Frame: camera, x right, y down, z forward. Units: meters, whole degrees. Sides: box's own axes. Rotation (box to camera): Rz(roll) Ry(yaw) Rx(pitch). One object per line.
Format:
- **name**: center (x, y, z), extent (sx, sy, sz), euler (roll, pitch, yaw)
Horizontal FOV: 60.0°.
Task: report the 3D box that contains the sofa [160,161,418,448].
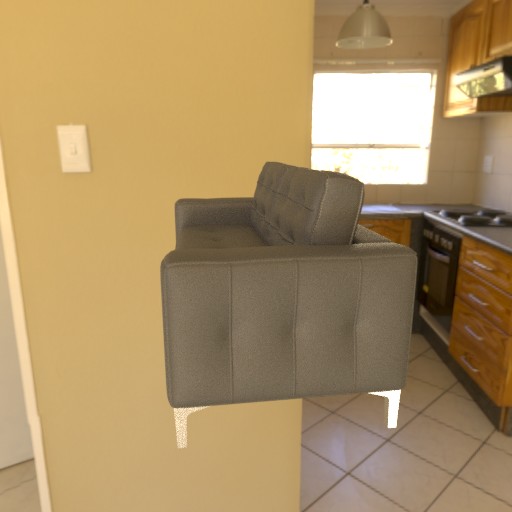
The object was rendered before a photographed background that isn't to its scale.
- **sofa**: center (0.000, 0.000, 2.214), extent (0.833, 0.892, 1.726), euler (-2, 14, -8)
